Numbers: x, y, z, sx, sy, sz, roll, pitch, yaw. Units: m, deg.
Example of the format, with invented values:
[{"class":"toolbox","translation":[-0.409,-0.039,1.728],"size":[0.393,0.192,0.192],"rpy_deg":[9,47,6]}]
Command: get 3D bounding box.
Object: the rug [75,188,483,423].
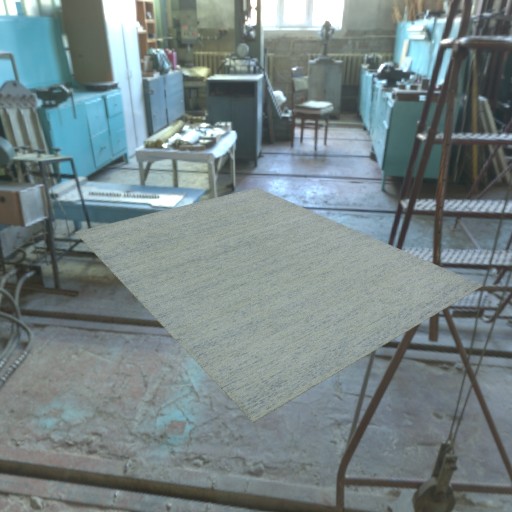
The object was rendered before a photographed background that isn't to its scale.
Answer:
[{"class":"rug","translation":[0.000,0.000,4.256],"size":[2.438,0.006,3.197],"rpy_deg":[-19,33,-32]}]
